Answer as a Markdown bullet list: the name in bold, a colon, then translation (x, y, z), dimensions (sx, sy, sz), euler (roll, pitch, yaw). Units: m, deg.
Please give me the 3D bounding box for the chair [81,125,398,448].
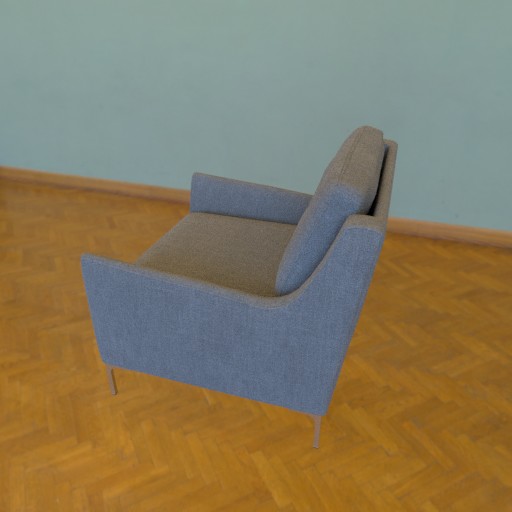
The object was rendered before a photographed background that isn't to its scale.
- **chair**: translation (0.000, 0.000, 1.577), dimensions (0.849, 0.828, 0.847), euler (9, 30, 15)
